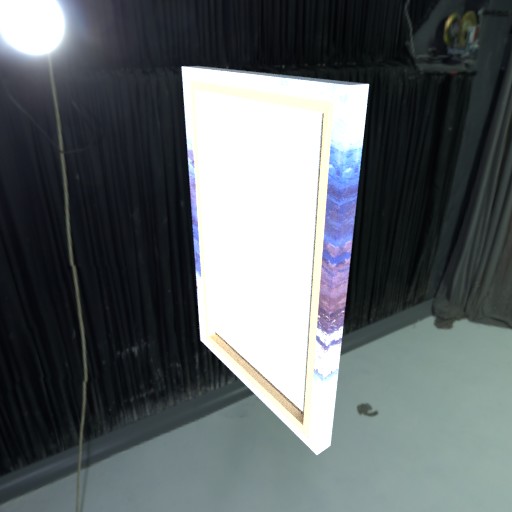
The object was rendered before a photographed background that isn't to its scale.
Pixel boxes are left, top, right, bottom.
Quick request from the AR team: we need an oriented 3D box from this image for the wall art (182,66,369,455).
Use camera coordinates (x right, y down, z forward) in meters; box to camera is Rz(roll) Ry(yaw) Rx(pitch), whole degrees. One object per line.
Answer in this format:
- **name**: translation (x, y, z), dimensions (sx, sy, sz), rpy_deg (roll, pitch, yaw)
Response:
- **wall art**: translation (0.000, 0.000, 1.145), dimensions (0.048, 0.874, 0.583), rpy_deg (-18, 32, -32)
